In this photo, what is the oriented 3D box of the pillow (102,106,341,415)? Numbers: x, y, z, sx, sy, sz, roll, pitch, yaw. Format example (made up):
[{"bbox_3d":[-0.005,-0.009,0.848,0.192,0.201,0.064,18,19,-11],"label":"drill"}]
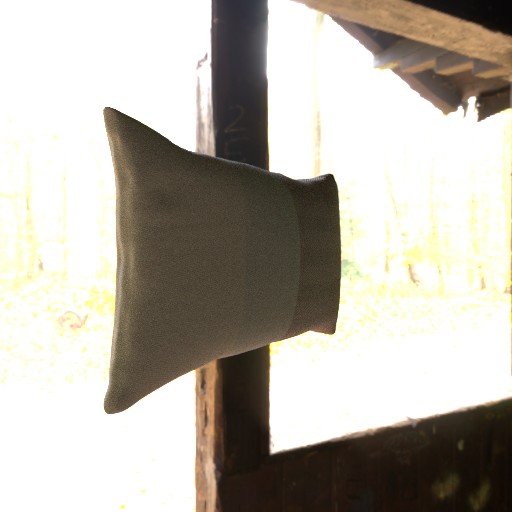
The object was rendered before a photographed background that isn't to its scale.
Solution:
[{"bbox_3d":[0.000,0.000,0.633,0.139,0.305,0.506,0,1,35],"label":"pillow"}]
